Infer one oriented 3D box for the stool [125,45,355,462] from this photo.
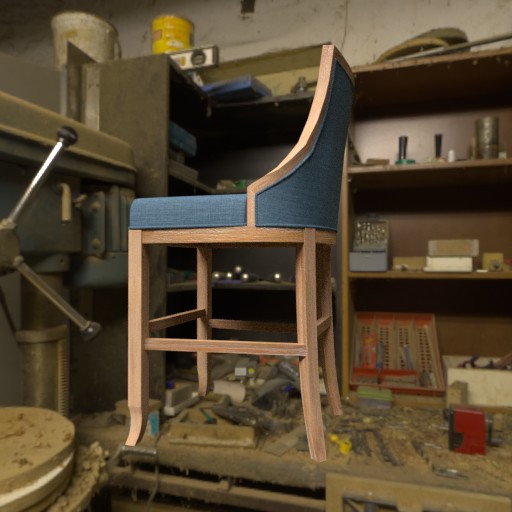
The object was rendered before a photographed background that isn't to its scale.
[{"bbox_3d":[0.000,0.000,1.440,0.626,1.101,0.524,0,-1,18],"label":"stool"}]
